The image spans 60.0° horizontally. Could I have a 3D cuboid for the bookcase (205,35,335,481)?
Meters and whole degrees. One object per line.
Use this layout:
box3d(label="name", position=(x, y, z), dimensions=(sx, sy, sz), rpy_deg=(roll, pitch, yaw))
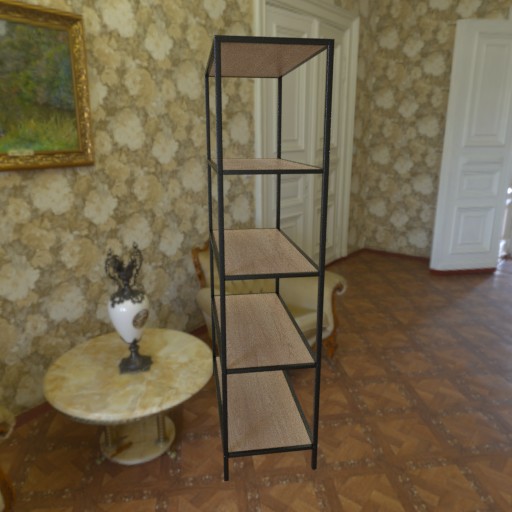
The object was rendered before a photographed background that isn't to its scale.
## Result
box3d(label="bookcase", position=(0.000, 0.000, 1.828), dimensions=(0.350, 1.500, 0.770), rpy_deg=(-2, 15, -8))
